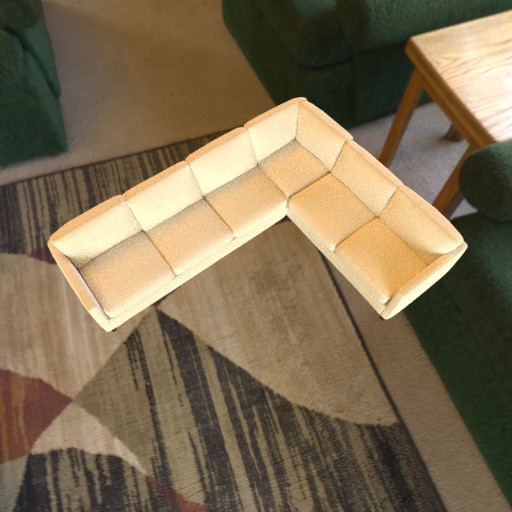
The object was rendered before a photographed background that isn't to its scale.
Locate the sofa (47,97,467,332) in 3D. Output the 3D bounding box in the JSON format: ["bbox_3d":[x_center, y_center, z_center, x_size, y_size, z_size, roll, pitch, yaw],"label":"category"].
[{"bbox_3d":[0.000,0.000,4.531,3.302,0.947,2.593,-34,67,-16],"label":"sofa"}]
